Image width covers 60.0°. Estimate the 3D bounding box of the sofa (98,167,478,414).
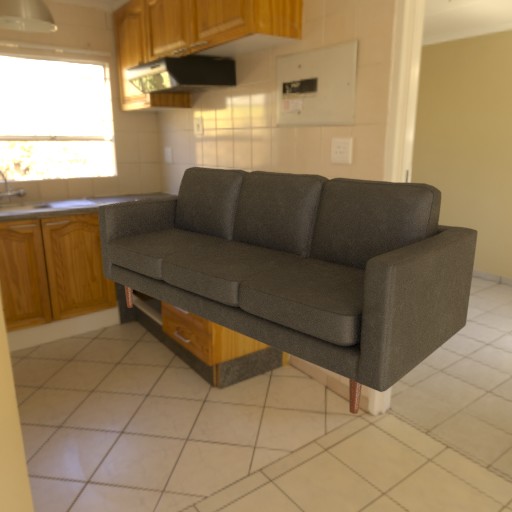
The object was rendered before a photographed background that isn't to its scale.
[{"bbox_3d":[0.000,0.000,2.491,2.029,0.899,0.879,14,20,42],"label":"sofa"}]
